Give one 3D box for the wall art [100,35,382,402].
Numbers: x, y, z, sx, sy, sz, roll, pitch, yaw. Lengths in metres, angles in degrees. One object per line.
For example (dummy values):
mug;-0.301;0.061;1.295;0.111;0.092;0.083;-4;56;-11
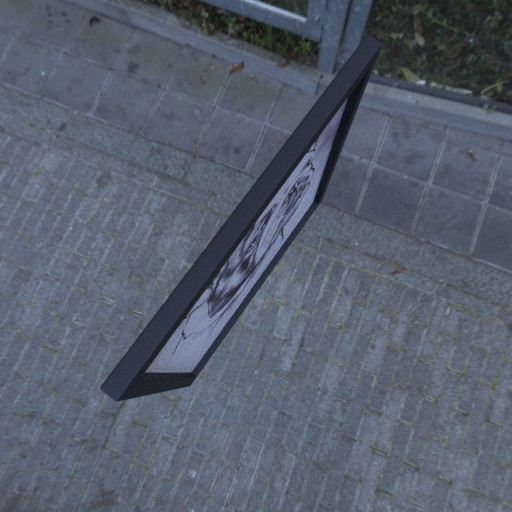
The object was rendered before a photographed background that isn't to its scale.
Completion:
wall art;0.000;0.000;0.657;0.022;0.453;0.456;34;78;8
